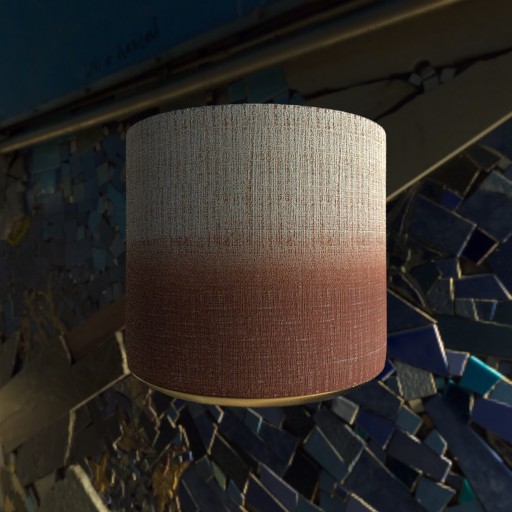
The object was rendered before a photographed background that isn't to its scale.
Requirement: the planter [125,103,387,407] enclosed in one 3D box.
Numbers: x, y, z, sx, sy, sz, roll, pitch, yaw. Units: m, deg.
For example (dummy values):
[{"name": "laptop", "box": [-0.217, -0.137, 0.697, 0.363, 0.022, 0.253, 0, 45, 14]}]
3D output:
[{"name": "planter", "box": [0.000, 0.000, 0.389, 0.221, 0.201, 0.221, 0, 2, 0]}]
